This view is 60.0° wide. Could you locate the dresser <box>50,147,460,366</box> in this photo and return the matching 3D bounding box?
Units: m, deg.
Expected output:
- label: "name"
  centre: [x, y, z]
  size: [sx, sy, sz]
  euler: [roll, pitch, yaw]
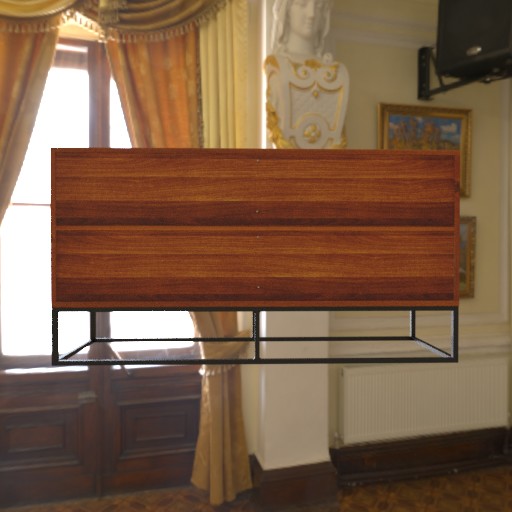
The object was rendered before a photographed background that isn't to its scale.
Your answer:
- label: "dresser"
  centre: [0.000, 0.000, 1.895]
  size: [1.536, 0.810, 0.464]
  euler: [0, 1, -2]
